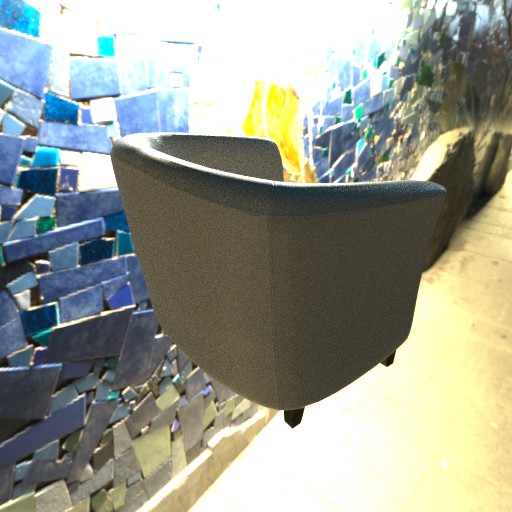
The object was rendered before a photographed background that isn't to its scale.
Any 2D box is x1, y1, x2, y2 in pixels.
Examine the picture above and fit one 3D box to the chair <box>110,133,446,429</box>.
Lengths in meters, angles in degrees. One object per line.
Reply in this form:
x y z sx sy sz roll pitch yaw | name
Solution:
0.000 0.000 1.371 0.727 0.756 0.792 -19 33 -33 | chair
